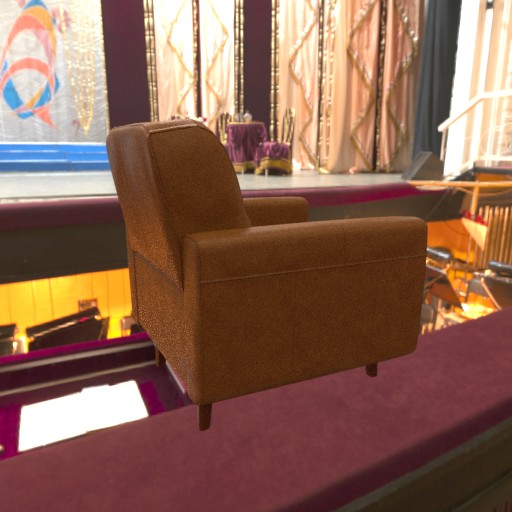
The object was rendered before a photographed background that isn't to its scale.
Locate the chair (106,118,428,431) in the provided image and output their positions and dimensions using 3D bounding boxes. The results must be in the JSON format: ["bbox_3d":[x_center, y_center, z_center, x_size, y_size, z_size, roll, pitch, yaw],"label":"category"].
[{"bbox_3d":[0.000,0.000,1.683,0.942,0.968,0.845,-7,16,-27],"label":"chair"}]
